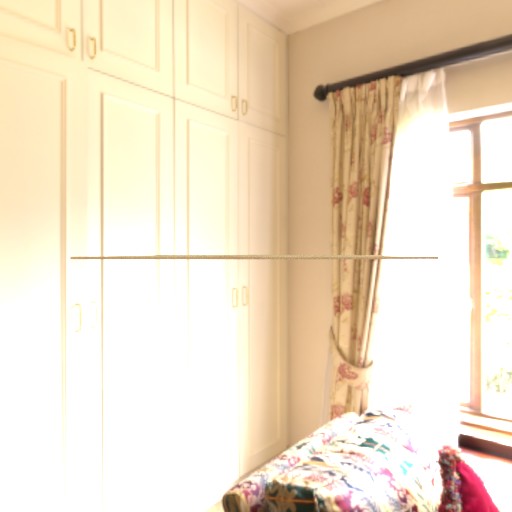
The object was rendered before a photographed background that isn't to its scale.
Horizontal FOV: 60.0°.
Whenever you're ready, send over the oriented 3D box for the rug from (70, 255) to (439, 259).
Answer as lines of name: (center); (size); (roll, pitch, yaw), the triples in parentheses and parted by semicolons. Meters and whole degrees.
rug: (0.000, 0.000, 3.034); (1.521, 0.015, 2.436); (0, 0, 0)
